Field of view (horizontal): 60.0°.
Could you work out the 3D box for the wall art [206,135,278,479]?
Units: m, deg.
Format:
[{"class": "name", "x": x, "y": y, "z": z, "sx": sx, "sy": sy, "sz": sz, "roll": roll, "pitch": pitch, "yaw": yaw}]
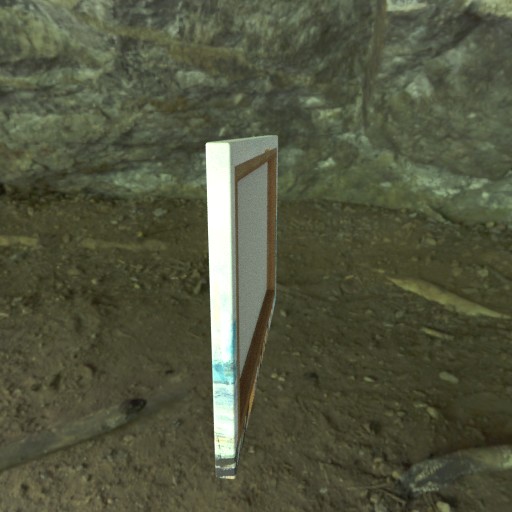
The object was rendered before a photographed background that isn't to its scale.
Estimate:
[{"class": "wall art", "x": 0.000, "y": 0.000, "z": 1.180, "sx": 0.038, "sy": 0.609, "sz": 0.913, "roll": 2, "pitch": 16, "yaw": 7}]
